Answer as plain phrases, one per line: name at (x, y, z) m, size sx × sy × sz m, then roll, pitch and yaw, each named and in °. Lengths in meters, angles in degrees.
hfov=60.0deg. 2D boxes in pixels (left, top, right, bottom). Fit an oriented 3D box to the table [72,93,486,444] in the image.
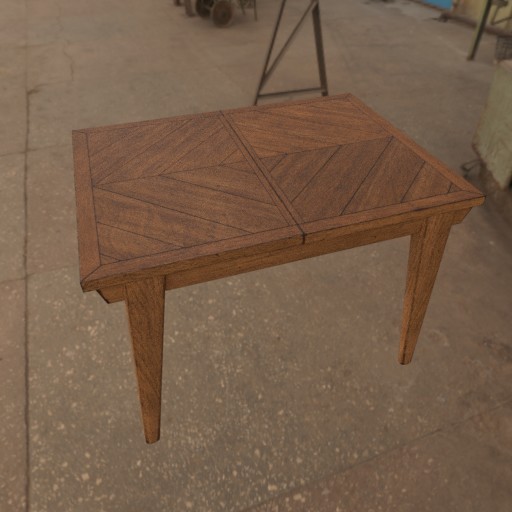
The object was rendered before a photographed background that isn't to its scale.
table at (0.000, 0.000, 1.563) m, size 1.027 × 0.760 × 0.757 m, roll -12°, pitch 42°, yaw -14°
